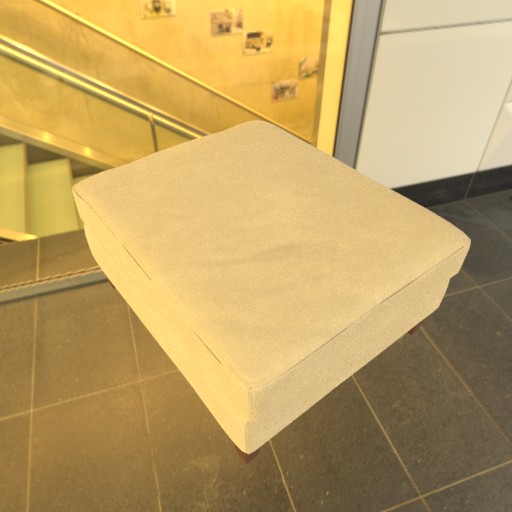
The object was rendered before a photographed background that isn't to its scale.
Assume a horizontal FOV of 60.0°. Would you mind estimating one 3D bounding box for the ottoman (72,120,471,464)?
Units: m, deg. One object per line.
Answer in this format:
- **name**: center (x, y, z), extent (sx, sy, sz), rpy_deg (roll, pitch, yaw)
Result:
- **ottoman**: center (0.000, 0.000, 1.492), extent (0.836, 0.492, 1.002), rpy_deg (-28, 49, -27)
